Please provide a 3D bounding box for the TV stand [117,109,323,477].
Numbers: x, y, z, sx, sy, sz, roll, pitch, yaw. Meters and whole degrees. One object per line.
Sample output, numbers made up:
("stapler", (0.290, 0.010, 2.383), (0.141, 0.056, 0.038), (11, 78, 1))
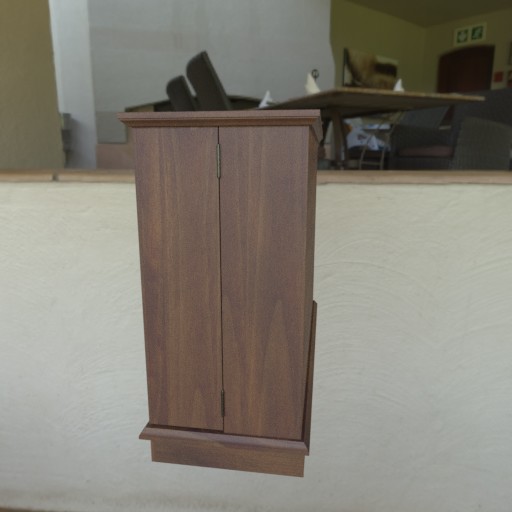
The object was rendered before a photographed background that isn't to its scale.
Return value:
("TV stand", (0.000, 0.000, 1.466), (0.406, 0.813, 1.067), (2, 13, 8))
